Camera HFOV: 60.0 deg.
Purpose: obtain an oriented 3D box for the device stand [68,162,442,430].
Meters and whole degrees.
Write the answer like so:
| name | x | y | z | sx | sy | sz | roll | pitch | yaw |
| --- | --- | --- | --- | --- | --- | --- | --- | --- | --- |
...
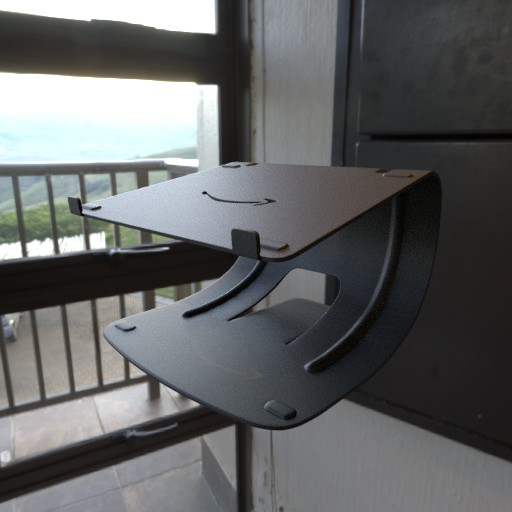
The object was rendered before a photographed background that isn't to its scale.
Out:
| name | x | y | z | sx | sy | sz | roll | pitch | yaw |
| --- | --- | --- | --- | --- | --- | --- | --- | --- | --- |
| device stand | 0.000 | 0.000 | 0.404 | 0.256 | 0.155 | 0.236 | 14 | 20 | 42 |
